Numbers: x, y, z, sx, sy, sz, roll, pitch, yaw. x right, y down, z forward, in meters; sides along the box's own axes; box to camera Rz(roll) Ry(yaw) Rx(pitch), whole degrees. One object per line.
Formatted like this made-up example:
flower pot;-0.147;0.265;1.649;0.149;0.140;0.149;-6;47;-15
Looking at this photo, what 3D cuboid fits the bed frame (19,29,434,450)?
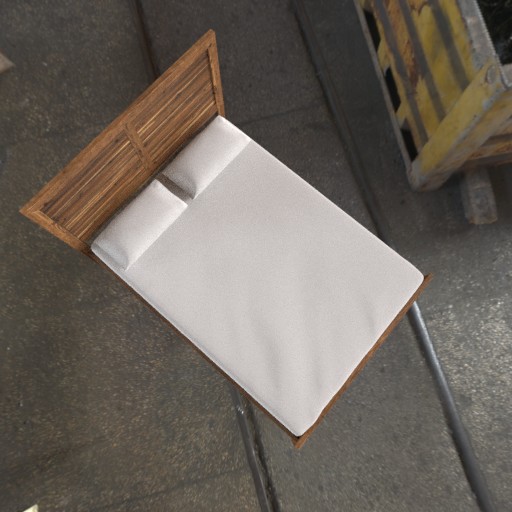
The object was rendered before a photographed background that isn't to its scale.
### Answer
bed frame;0.000;0.000;3.303;2.276;1.417;1.696;40;79;9
